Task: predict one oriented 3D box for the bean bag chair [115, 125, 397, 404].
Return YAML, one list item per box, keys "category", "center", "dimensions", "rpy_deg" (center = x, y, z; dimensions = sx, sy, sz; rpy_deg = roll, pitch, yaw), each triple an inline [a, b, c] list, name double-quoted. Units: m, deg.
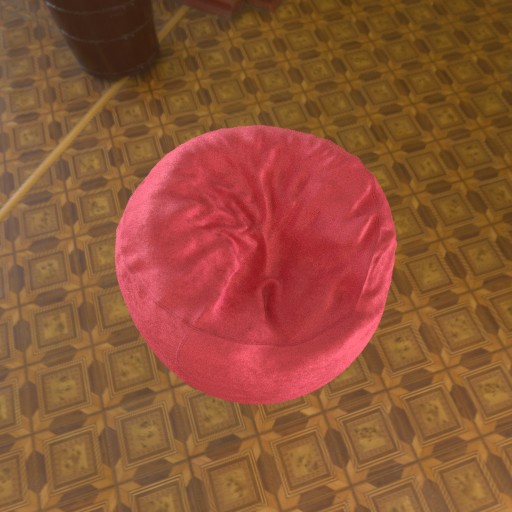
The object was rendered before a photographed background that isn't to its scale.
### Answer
- category: "bean bag chair"
  center: [0.000, 0.000, 2.004]
  dimensions: [1.218, 0.788, 1.218]
  rpy_deg: [0, 64, 0]
